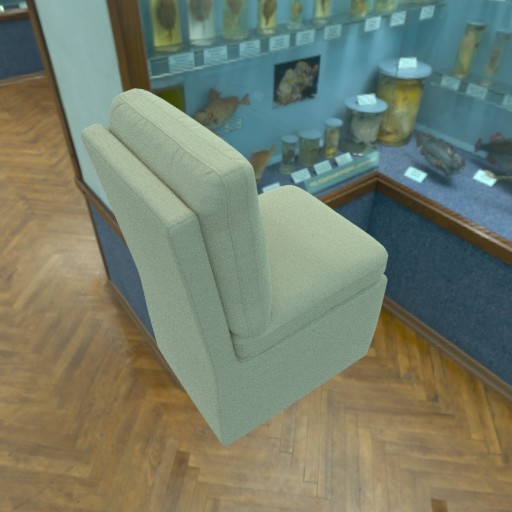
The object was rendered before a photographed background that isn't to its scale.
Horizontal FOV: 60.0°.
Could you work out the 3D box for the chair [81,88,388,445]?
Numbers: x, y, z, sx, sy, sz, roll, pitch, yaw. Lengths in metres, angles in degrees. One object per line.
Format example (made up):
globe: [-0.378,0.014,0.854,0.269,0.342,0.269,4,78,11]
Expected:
chair: [0.000,0.000,1.302,0.698,0.927,0.503,-24,46,-26]
